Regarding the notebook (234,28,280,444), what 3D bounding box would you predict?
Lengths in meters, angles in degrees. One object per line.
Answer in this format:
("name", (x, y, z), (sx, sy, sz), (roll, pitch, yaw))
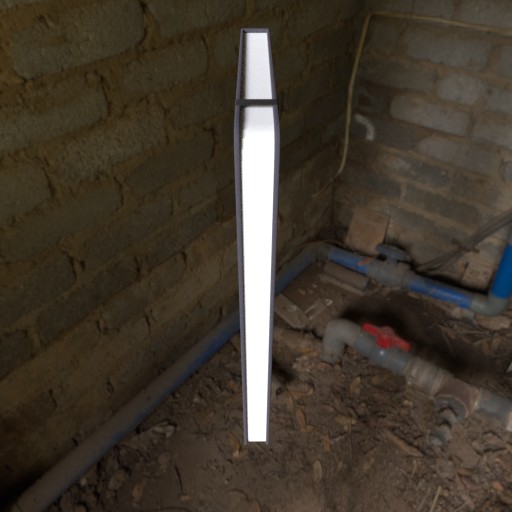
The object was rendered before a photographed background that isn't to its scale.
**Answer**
("notebook", (0.000, 0.000, 0.258), (0.016, 0.213, 0.127), (0, 41, 0))
